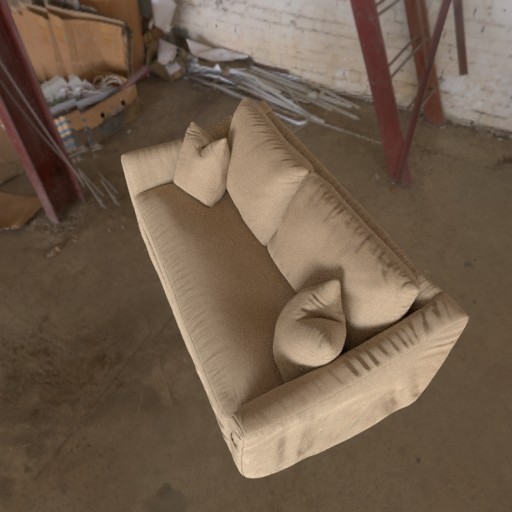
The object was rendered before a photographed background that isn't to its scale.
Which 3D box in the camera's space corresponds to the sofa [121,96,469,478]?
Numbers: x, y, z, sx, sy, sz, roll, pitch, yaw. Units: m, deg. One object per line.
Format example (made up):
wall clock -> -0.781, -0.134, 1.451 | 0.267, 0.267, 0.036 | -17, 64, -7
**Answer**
sofa -> 0.000, 0.000, 2.552 | 1.072, 1.018, 2.010 | -19, 50, -16
